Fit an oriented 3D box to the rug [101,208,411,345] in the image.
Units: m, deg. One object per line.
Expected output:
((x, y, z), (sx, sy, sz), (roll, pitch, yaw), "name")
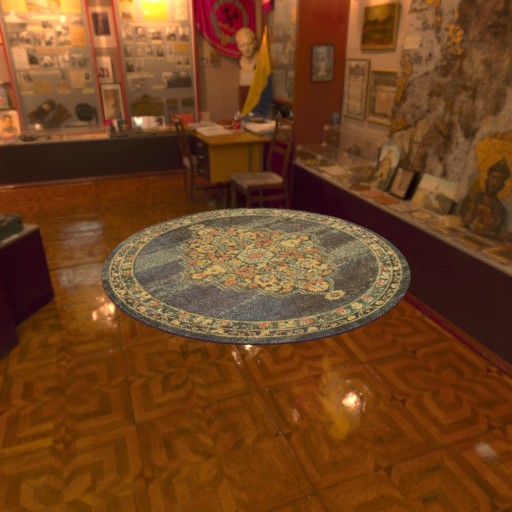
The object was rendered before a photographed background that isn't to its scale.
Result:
((0.000, 0.000, 2.391), (1.591, 0.010, 1.591), (0, 25, 0), "rug")
